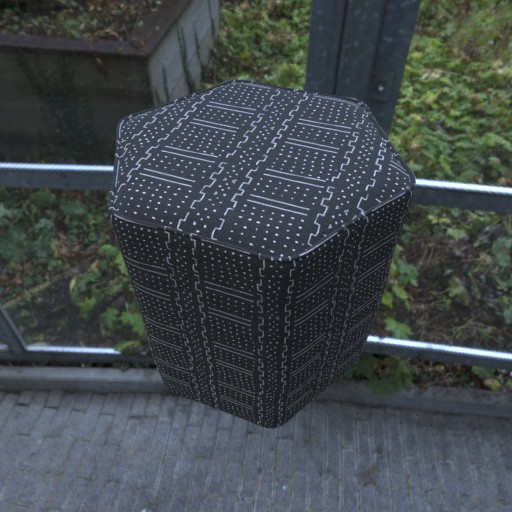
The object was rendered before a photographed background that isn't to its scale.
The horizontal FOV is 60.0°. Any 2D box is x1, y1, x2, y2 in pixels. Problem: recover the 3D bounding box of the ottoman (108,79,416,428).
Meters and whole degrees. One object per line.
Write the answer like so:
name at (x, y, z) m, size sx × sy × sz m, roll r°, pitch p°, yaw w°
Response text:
ottoman at (0.000, 0.000, 0.857) m, size 0.494 × 0.502 × 0.443 m, roll 15°, pitch 48°, yaw 14°
